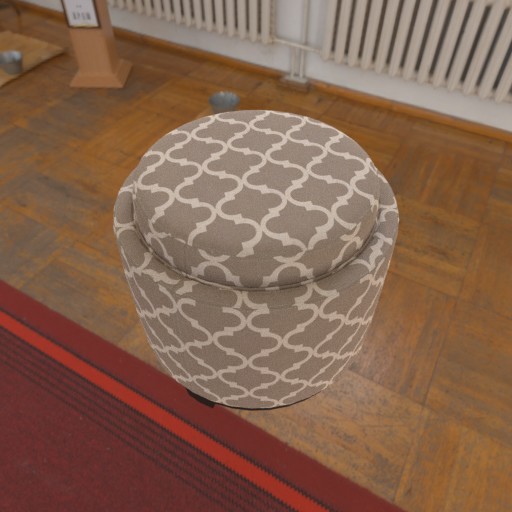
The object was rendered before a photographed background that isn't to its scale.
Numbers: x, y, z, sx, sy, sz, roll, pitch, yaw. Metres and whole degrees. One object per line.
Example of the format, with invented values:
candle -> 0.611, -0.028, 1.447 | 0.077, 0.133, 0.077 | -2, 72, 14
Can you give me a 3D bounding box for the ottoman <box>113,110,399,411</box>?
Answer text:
ottoman -> 0.000, 0.000, 0.850 | 0.480, 0.429, 0.480 | 0, 46, 0
